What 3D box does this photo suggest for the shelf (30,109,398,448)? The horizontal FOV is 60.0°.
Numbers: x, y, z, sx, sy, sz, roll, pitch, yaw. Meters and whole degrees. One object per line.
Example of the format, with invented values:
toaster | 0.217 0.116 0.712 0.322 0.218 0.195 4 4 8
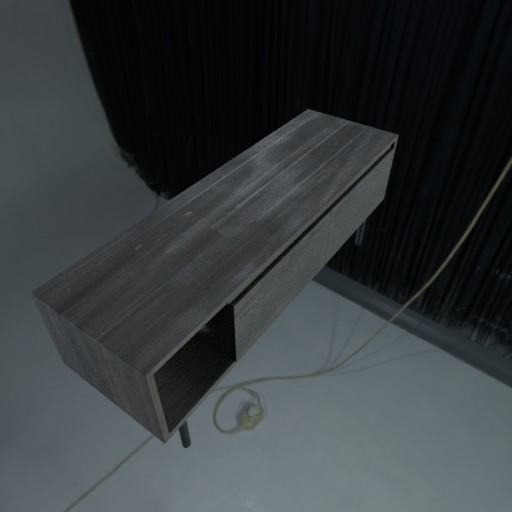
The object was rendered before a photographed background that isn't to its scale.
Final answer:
shelf | 0.000 0.000 1.530 0.400 0.495 1.300 26 48 26
